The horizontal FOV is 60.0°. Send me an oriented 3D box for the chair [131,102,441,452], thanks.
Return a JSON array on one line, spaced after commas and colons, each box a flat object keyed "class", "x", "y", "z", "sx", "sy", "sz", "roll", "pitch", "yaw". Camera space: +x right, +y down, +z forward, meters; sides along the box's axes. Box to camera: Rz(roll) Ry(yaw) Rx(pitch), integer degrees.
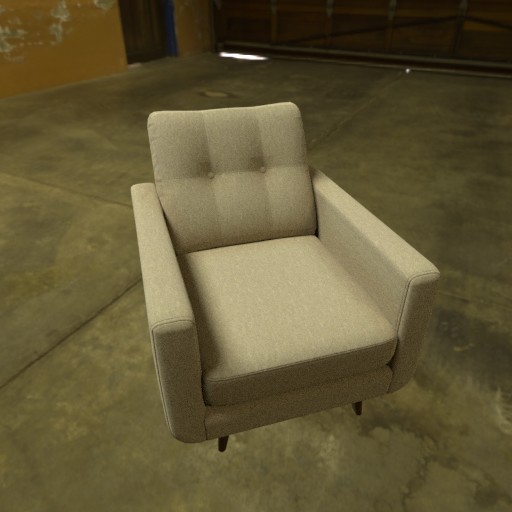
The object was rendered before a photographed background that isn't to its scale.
[{"class": "chair", "x": 0.000, "y": 0.000, "z": 1.772, "sx": 0.897, "sy": 0.965, "sz": 1.128, "roll": -9, "pitch": 33, "yaw": -14}]
